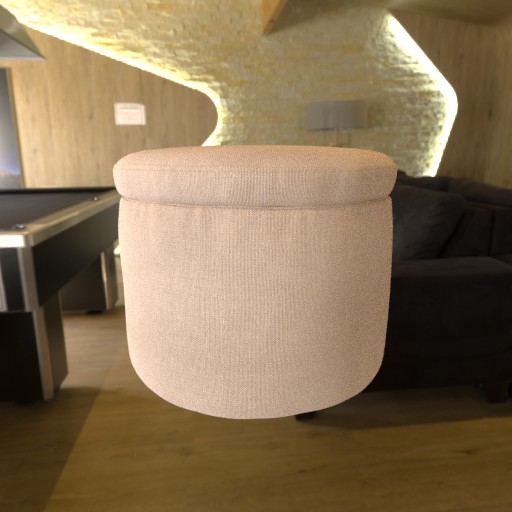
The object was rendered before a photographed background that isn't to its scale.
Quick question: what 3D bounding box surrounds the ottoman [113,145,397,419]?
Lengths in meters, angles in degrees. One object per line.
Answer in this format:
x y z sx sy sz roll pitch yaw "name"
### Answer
0.000 0.000 0.848 0.497 0.409 0.497 0 13 0 "ottoman"
